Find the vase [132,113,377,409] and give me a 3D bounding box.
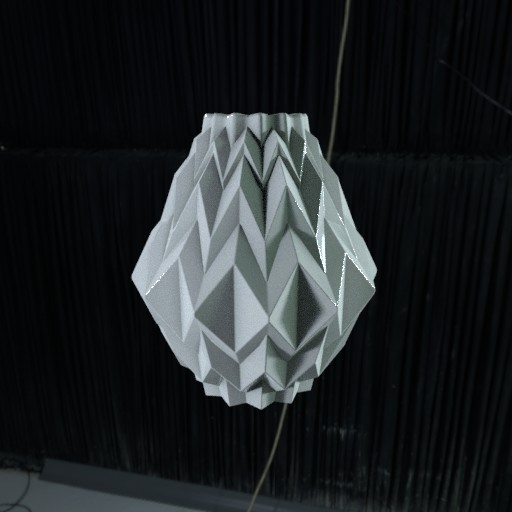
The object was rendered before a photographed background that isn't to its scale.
[{"bbox_3d":[0.000,0.000,0.303,0.164,0.185,0.164,0,17,0],"label":"vase"}]
